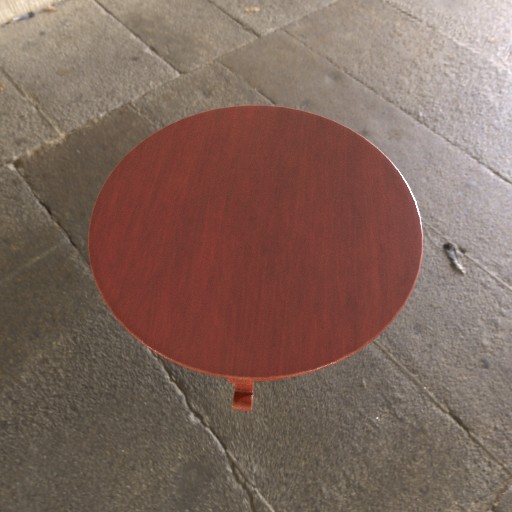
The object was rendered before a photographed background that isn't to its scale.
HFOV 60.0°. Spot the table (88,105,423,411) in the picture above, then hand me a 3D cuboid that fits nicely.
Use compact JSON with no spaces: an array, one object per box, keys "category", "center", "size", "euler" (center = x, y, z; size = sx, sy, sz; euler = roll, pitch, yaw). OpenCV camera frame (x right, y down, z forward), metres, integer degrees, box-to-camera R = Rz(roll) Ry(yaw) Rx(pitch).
[{"category":"table","center":[0.000,0.000,1.584],"size":[1.029,0.486,1.029],"euler":[0,58,0]}]
